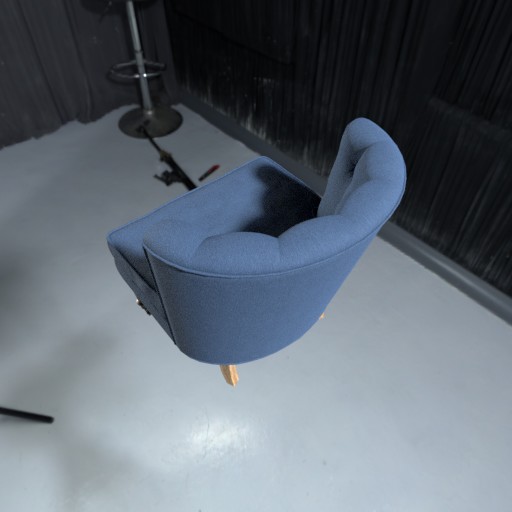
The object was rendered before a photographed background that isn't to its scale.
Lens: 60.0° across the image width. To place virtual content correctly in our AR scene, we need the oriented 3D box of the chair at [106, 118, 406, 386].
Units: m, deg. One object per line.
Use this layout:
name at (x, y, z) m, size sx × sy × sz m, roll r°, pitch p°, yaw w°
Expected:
chair at (0.000, 0.000, 1.390) m, size 0.740 × 0.771 × 0.718 m, roll -32°, pitch 55°, yaw -26°
